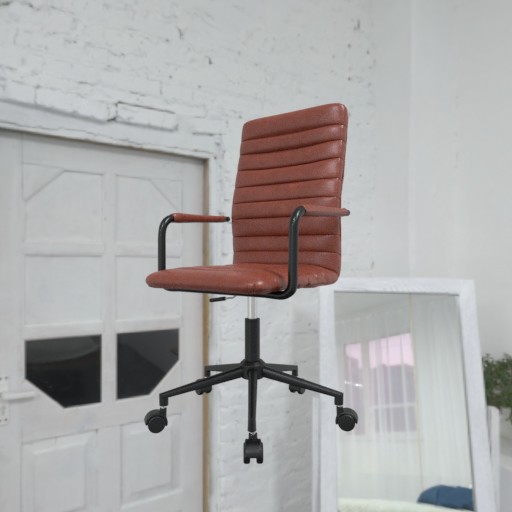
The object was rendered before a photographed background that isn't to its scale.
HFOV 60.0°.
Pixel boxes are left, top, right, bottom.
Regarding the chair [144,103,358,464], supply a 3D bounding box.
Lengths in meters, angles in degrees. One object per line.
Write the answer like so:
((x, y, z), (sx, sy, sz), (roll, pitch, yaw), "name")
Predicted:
((0.000, 0.000, 1.356), (0.608, 0.979, 0.580), (0, 1, 35), "chair")
